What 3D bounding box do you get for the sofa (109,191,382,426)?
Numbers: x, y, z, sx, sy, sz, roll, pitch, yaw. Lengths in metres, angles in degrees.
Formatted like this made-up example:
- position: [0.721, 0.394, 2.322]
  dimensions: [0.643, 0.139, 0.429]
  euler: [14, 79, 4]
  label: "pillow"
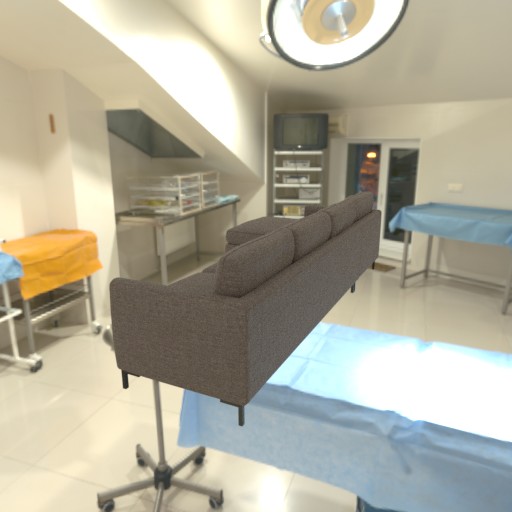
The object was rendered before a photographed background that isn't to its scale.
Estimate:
- position: [0.000, 0.000, 3.225]
  dimensions: [1.258, 0.754, 2.731]
  euler: [7, 17, 25]
  label: "sofa"
